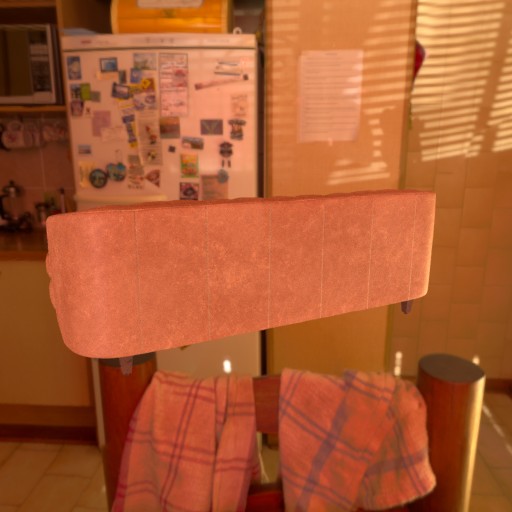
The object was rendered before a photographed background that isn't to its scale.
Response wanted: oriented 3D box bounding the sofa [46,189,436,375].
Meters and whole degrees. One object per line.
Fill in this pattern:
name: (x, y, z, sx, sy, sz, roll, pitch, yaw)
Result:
sofa: (0.000, 0.000, 2.649, 2.257, 0.791, 0.922, -7, 15, -26)
